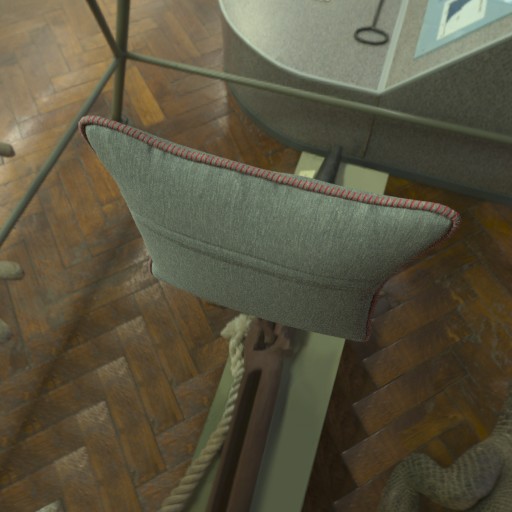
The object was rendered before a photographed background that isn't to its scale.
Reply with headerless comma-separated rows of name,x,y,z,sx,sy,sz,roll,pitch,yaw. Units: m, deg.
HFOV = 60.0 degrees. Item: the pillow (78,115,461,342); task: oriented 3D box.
pillow,0.000,0.000,0.730,0.482,0.491,0.124,16,64,8
